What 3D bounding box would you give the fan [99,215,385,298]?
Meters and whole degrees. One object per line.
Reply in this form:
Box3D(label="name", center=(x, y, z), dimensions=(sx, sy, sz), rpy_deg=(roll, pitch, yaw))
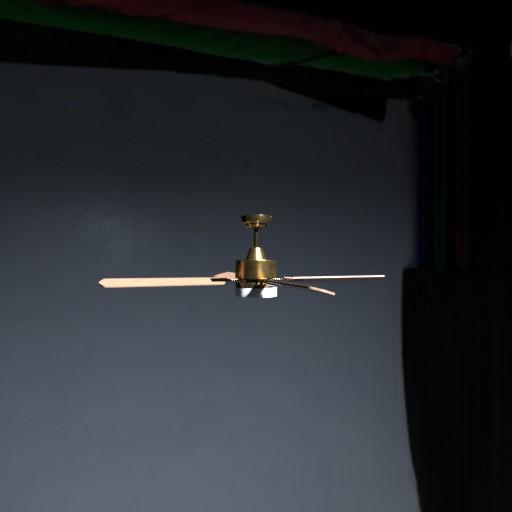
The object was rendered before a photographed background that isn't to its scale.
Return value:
Box3D(label="fan", center=(0.000, 0.000, 1.974), dimensions=(1.320, 0.355, 1.320), rpy_deg=(0, 0, -19))
